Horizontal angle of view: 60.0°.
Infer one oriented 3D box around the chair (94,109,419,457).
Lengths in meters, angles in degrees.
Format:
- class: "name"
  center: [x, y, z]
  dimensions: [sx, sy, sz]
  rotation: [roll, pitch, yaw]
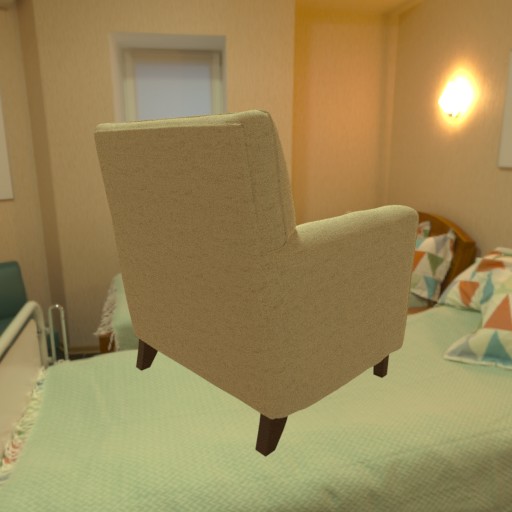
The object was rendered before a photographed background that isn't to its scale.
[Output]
- class: "chair"
  center: [0.000, 0.000, 1.629]
  dimensions: [0.823, 0.943, 0.870]
  rotation: [-13, 19, -42]
